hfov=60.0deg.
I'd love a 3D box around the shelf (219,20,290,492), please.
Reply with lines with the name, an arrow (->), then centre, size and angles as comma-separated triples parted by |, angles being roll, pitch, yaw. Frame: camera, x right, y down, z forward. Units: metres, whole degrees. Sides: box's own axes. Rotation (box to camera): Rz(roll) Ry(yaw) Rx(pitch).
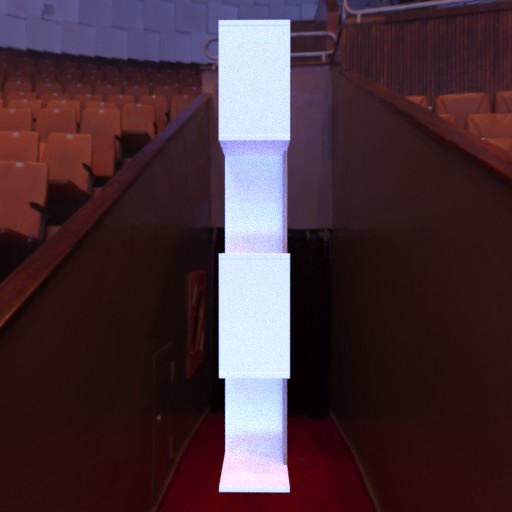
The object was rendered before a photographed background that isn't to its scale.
shelf -> 0.000, 0.000, 1.994 | 0.250, 1.650, 0.890 | 0, 1, 1
